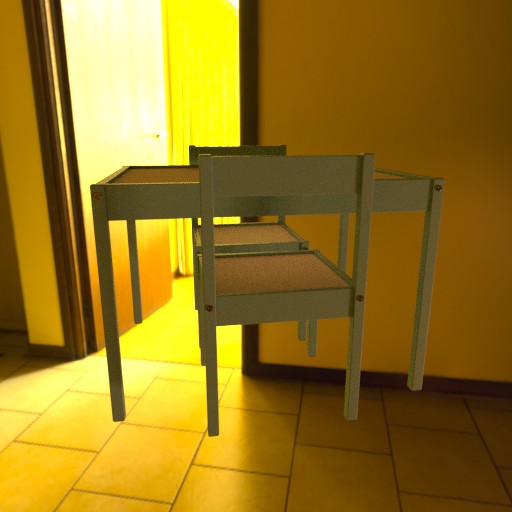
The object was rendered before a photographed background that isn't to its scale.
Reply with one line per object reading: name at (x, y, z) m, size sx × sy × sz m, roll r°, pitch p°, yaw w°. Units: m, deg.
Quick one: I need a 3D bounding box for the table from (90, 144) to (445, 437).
table at (0.000, 0.000, 1.063) m, size 0.639 × 0.503 × 0.633 m, roll -3°, pitch 16°, yaw -10°
